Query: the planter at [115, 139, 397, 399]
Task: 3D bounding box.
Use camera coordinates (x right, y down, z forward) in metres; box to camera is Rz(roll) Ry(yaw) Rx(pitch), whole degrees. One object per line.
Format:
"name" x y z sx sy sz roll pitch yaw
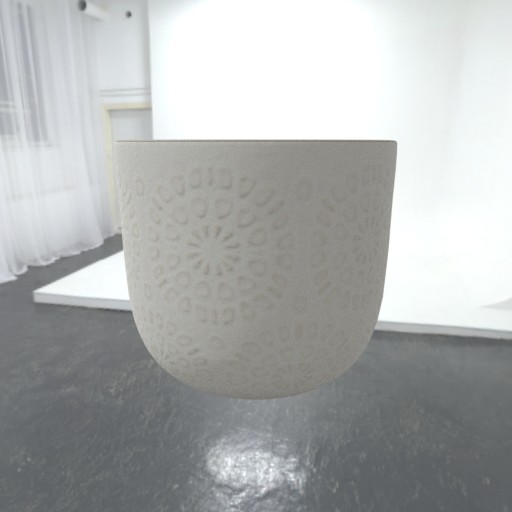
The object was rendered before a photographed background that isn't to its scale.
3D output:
"planter" 0.000 0.000 0.217 0.124 0.109 0.124 0 14 0
